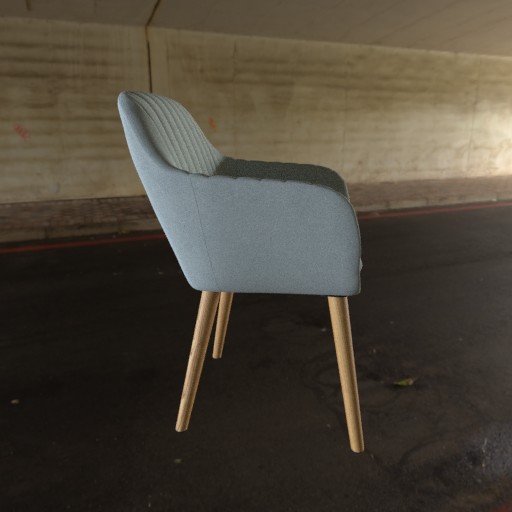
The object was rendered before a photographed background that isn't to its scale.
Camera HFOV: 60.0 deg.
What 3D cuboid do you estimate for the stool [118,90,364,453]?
[{"bbox_3d":[0.000,0.000,1.191,0.590,0.830,0.503,2,16,9],"label":"stool"}]
